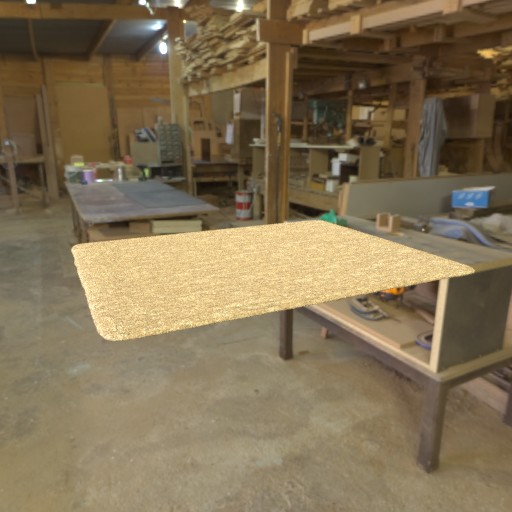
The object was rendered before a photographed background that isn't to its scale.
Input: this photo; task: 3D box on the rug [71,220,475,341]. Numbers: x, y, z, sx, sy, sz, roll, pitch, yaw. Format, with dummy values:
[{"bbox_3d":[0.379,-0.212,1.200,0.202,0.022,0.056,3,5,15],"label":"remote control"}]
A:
[{"bbox_3d":[0.000,0.000,3.857,2.873,0.050,2.242,-8,18,-25],"label":"rug"}]
